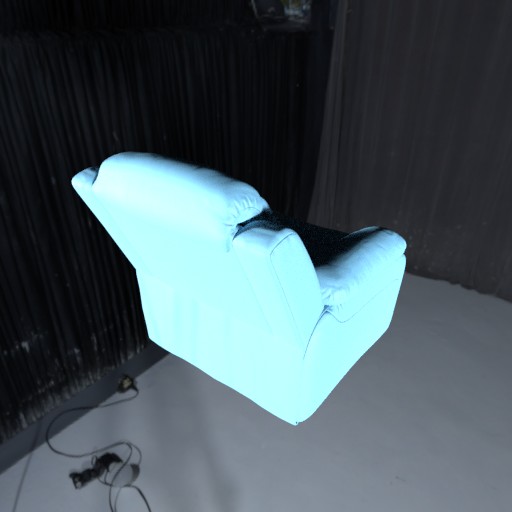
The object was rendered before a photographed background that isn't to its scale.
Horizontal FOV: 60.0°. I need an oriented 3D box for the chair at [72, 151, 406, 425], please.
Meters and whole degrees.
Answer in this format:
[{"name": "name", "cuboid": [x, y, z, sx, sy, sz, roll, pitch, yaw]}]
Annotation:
[{"name": "chair", "cuboid": [0.000, 0.000, 1.272, 0.680, 0.702, 0.709, 21, 36, 32]}]
